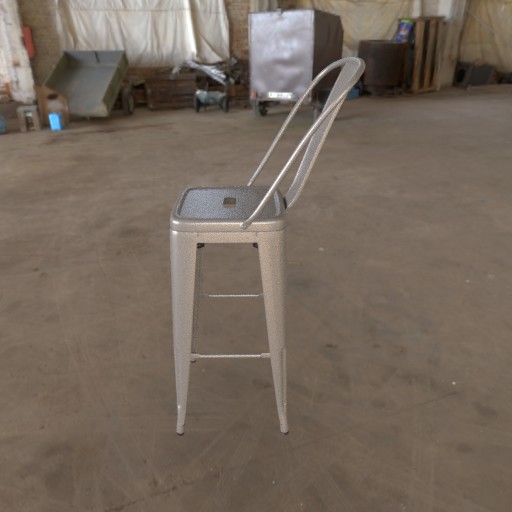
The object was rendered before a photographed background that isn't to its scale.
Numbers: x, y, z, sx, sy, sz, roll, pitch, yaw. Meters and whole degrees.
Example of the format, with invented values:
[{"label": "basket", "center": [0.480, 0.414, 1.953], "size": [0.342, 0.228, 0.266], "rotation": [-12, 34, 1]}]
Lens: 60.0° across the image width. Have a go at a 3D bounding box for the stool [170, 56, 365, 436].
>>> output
[{"label": "stool", "center": [0.000, 0.000, 1.337], "size": [0.513, 1.096, 0.399], "rotation": [0, 27, -1]}]
